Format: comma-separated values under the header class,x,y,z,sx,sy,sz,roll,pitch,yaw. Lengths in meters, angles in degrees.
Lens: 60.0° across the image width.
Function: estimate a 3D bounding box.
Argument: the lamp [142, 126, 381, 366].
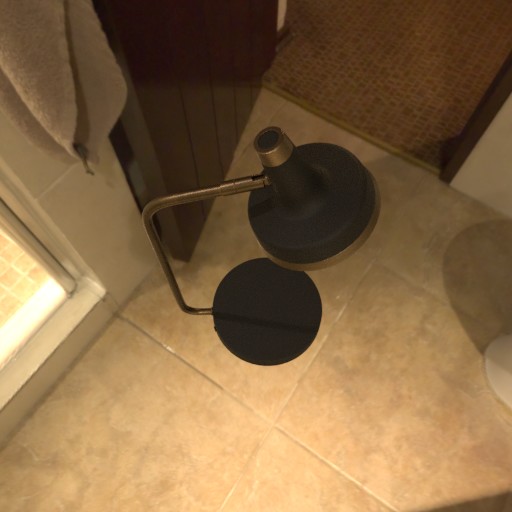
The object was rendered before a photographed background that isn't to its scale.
class,x,y,z,sx,sy,sz,roll,pitch,yaw
lamp,0.000,0.000,0.491,0.218,0.385,0.162,-2,64,-1
